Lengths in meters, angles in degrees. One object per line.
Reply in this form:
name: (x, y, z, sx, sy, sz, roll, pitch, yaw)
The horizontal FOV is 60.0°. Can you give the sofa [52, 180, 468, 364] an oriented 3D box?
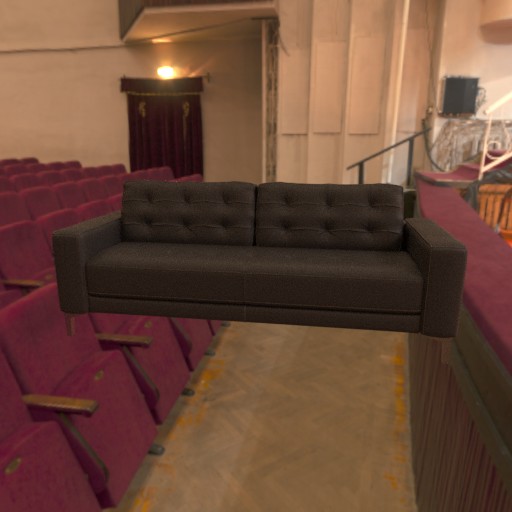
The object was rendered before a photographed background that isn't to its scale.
sofa: (0.000, 0.000, 2.774, 2.275, 0.893, 0.833, 2, 15, 9)
